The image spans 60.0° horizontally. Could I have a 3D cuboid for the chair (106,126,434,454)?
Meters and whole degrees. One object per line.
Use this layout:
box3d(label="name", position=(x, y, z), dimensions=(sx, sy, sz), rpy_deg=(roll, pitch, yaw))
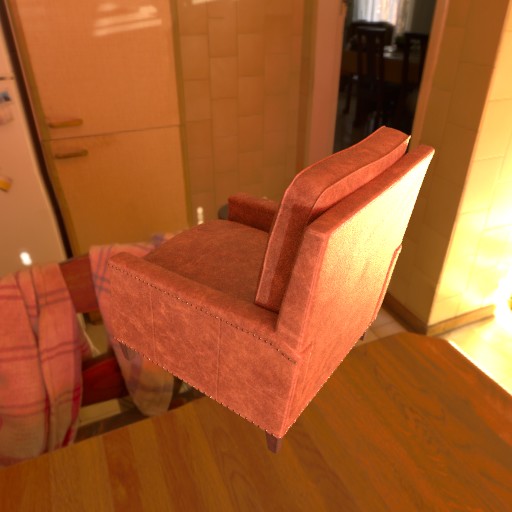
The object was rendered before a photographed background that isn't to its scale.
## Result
box3d(label="chair", position=(0.000, 0.000, 1.837), dimensions=(1.035, 1.054, 0.854), rpy_deg=(21, 37, 30))
